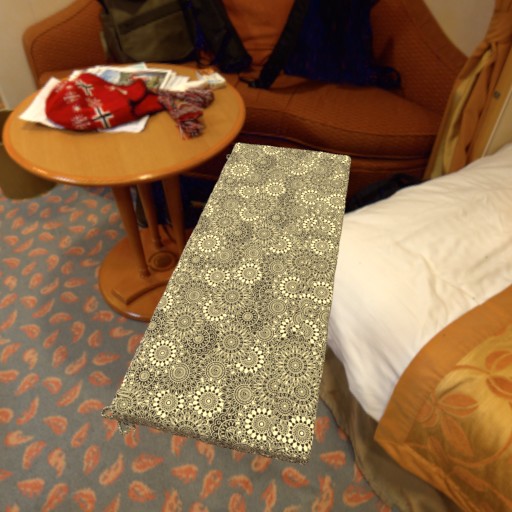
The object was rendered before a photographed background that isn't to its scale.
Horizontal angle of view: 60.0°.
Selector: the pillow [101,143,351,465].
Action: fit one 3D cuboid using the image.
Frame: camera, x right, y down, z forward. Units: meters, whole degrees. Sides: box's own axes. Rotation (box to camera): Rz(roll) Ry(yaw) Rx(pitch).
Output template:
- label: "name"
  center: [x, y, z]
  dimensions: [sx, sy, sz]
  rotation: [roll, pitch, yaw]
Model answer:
- label: "pillow"
  center: [0.000, 0.000, 1.359]
  dimensions: [0.492, 0.081, 1.187]
  rotation: [9, 47, 9]
